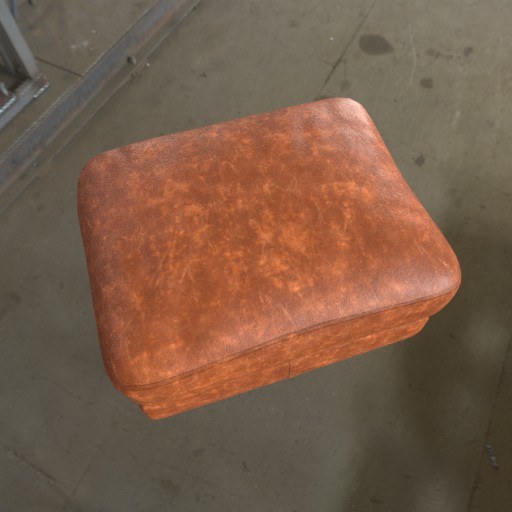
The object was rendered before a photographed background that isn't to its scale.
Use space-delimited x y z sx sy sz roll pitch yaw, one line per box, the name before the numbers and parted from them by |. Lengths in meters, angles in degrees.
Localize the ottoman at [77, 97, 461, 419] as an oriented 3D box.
ottoman | 0.000 0.000 1.230 0.832 0.562 0.657 -16 64 -8
